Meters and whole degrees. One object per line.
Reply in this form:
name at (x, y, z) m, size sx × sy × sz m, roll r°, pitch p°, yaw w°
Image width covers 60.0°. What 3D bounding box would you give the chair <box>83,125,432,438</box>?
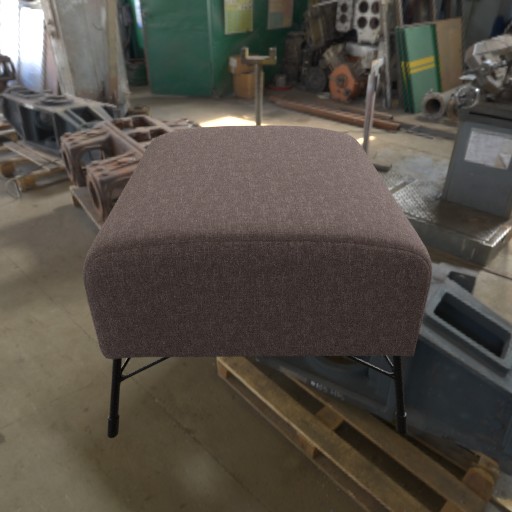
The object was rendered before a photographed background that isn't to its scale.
chair at (0.000, 0.000, 0.887) m, size 0.530 × 0.410 × 0.530 m, roll 0°, pitch 33°, yaw -1°
